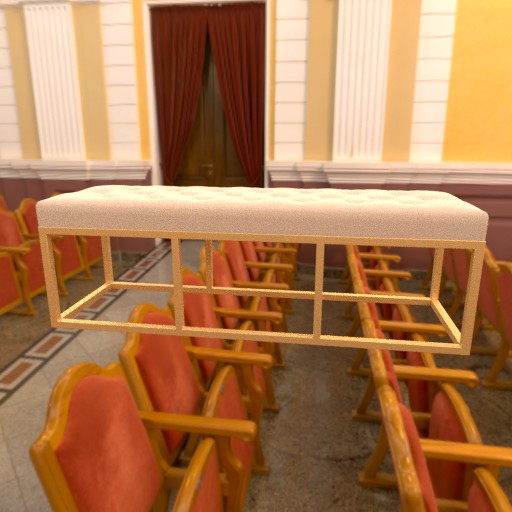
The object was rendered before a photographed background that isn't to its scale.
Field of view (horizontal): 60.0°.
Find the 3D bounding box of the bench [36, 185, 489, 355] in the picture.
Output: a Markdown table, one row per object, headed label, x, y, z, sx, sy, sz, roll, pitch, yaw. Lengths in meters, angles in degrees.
| label | x | y | z | sx | sy | sz | roll | pitch | yaw |
| --- | --- | --- | --- | --- | --- | --- | --- | --- | --- |
| bench | 0.000 | 0.000 | 1.693 | 1.473 | 0.484 | 0.457 | 2 | 16 | 8 |
